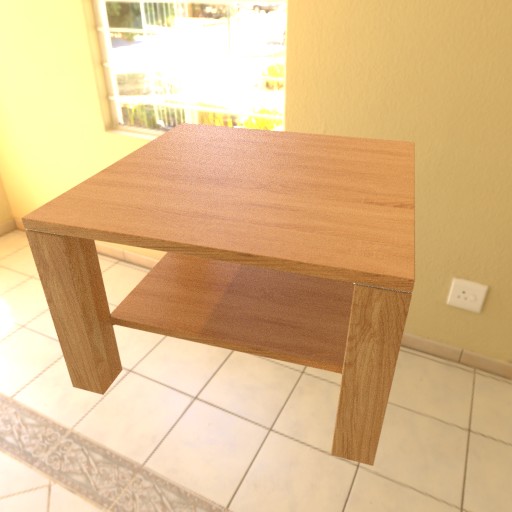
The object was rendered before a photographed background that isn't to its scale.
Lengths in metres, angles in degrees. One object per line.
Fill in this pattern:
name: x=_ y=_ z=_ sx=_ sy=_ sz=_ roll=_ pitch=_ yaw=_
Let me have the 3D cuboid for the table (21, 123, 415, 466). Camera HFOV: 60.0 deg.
table: x=0.000 y=0.000 z=1.137 sx=0.700 sy=0.450 sz=0.700 roll=9 pitch=33 yaw=14
